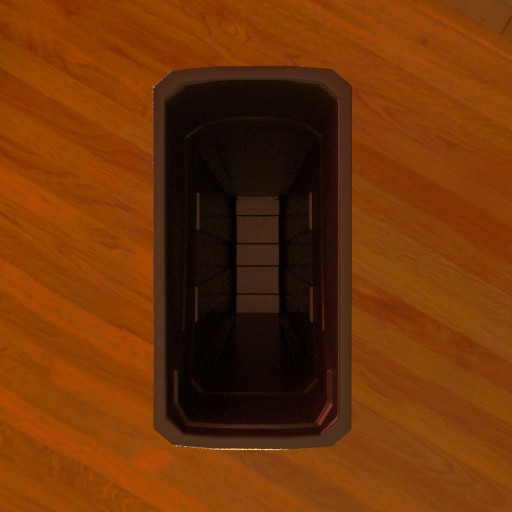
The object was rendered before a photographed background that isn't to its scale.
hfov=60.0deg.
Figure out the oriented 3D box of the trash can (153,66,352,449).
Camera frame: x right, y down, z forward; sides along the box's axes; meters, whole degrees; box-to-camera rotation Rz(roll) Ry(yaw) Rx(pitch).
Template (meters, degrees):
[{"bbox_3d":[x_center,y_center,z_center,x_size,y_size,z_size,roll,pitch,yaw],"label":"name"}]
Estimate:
[{"bbox_3d":[0.000,0.000,1.006,0.281,0.762,0.559,0,91,1],"label":"trash can"}]
